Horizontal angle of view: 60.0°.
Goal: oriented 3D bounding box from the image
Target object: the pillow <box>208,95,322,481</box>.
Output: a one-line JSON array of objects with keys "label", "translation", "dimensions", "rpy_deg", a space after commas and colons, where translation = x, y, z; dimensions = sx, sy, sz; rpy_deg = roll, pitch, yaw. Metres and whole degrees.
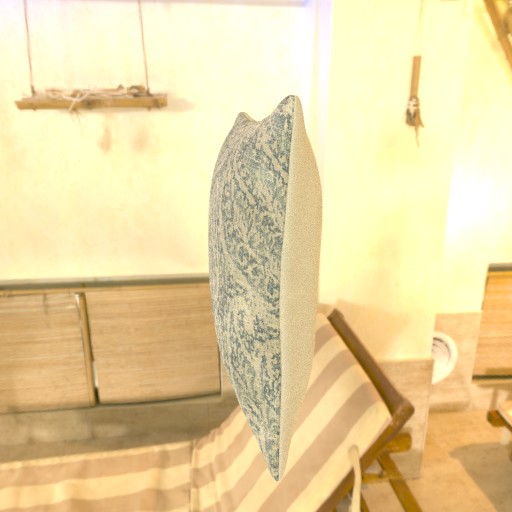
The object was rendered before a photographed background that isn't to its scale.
[{"label": "pillow", "translation": [0.000, 0.000, 0.794], "dimensions": [0.166, 0.510, 0.523], "rpy_deg": [-2, 16, -8]}]
